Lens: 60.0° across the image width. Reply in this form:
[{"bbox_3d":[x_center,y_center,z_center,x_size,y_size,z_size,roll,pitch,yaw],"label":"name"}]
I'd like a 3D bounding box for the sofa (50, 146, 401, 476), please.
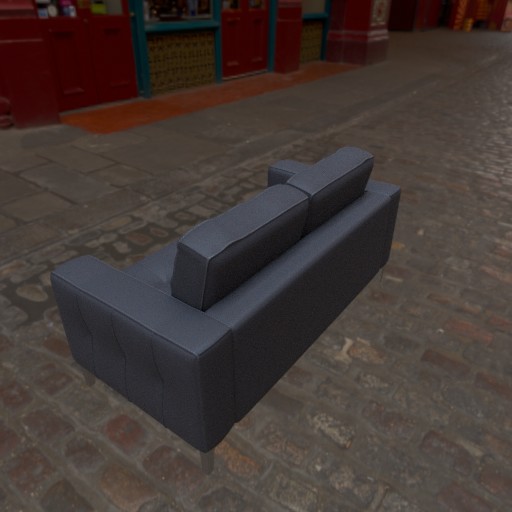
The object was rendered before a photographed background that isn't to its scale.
[{"bbox_3d":[0.000,0.000,2.225,0.833,0.893,1.726,21,37,31],"label":"sofa"}]
